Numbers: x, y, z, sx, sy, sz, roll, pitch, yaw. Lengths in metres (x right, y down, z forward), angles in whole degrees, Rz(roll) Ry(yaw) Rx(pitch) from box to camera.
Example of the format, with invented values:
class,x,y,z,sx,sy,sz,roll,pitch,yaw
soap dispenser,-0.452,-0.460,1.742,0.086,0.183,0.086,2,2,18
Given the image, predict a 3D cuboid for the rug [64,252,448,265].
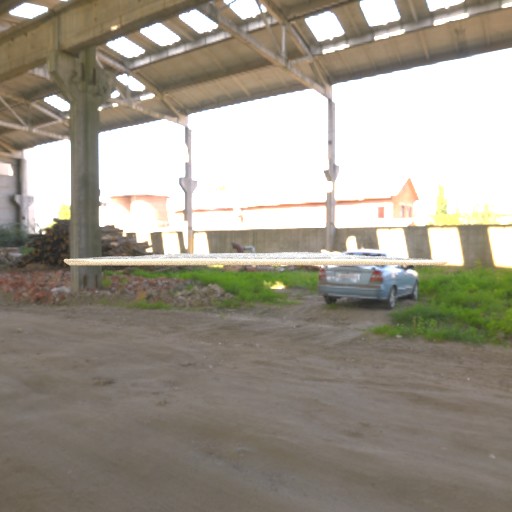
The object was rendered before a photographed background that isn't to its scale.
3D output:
class,x,y,z,sx,sy,sz,roll,pitch,yaw
rug,0.000,0.000,2.979,1.537,0.036,2.447,0,1,0
